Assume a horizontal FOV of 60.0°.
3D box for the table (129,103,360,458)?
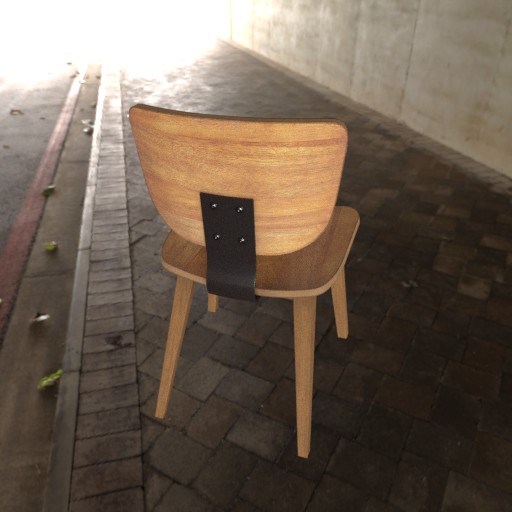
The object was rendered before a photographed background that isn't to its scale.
[{"bbox_3d":[0.000,0.000,1.142,0.499,0.805,0.500,9,33,15],"label":"table"}]
